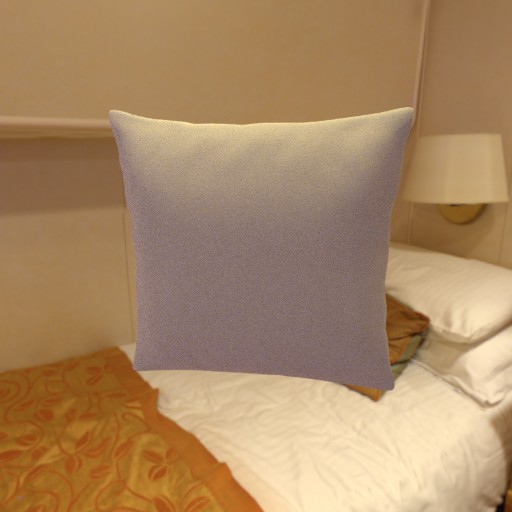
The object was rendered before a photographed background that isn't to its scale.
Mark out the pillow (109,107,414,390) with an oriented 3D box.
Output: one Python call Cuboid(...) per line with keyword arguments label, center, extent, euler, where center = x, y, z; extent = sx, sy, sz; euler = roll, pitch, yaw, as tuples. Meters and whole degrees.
Cuboid(label="pillow", center=(0.000, 0.000, 0.807), extent=(0.523, 0.510, 0.166), euler=(2, 15, 9))
